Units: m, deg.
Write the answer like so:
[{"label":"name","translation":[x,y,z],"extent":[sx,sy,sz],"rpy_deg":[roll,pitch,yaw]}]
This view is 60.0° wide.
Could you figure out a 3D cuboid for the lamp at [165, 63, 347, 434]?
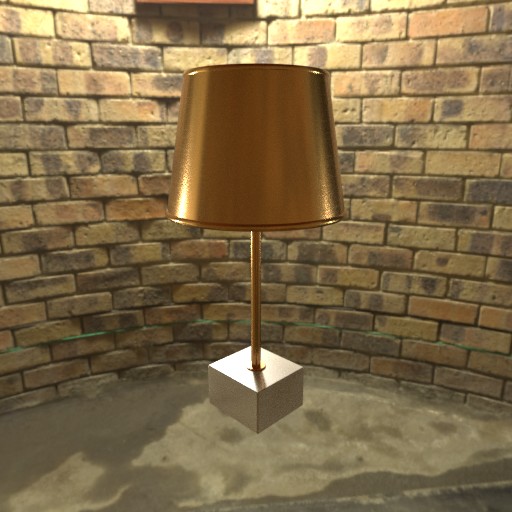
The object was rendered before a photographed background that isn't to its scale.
[{"label":"lamp","translation":[0.000,0.000,0.532],"extent":[0.208,0.406,0.208],"rpy_deg":[0,15,0]}]
